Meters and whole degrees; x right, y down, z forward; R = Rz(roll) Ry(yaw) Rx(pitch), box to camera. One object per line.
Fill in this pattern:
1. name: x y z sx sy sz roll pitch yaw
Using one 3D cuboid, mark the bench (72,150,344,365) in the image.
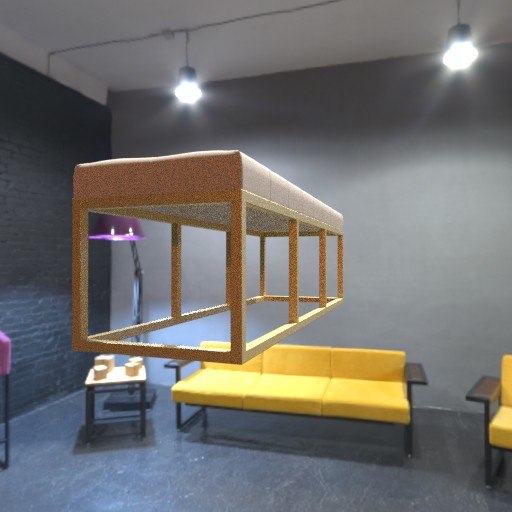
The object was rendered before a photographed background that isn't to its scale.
1. bench: 0.000 0.000 1.726 0.457 0.484 1.473 0 -1 20
